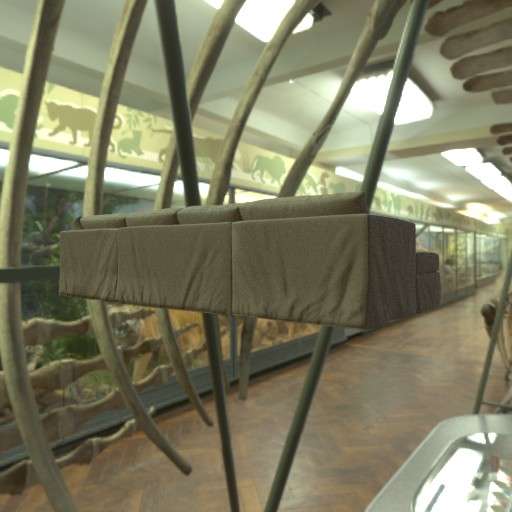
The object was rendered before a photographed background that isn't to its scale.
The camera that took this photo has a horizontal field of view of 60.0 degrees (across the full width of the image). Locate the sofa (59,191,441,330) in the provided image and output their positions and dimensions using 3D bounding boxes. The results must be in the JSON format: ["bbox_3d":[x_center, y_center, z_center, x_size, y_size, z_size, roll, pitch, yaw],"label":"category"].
[{"bbox_3d":[0.000,0.000,4.646,3.528,0.878,2.476,0,0,37],"label":"sofa"}]
